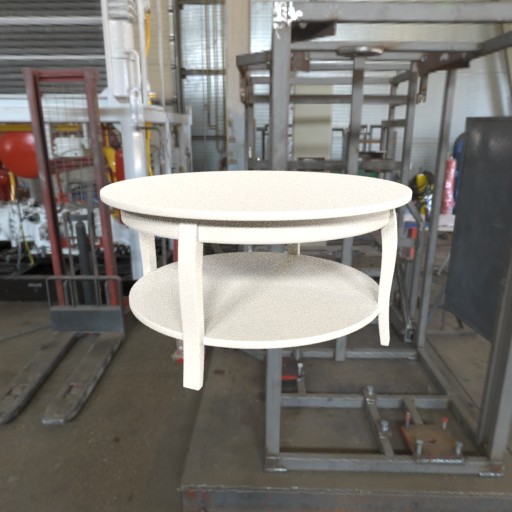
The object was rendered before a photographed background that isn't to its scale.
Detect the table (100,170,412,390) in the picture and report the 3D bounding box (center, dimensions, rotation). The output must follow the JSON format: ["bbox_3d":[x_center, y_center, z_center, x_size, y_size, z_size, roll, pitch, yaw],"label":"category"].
[{"bbox_3d":[0.000,0.000,1.427,0.910,0.457,0.910,0,16,0],"label":"table"}]
